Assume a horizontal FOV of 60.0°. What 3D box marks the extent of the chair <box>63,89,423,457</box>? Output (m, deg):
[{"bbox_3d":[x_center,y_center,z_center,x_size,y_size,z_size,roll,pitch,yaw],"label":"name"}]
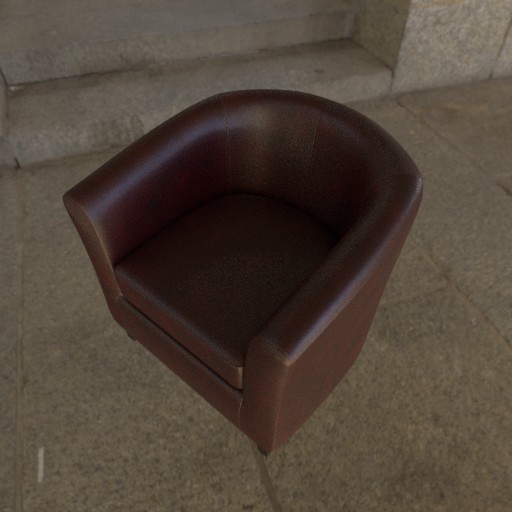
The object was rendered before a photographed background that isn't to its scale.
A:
[{"bbox_3d":[0.000,0.000,1.365,0.792,0.756,0.727,32,54,27],"label":"chair"}]
